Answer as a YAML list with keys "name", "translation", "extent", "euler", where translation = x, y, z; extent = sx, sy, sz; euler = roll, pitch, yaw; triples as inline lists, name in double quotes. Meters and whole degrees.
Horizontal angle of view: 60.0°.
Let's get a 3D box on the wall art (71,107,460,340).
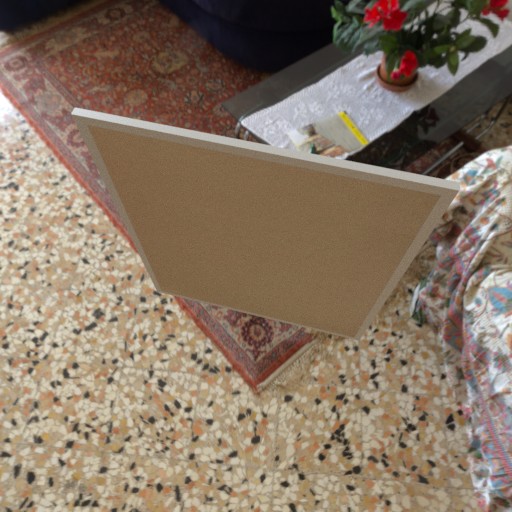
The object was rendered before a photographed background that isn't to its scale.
- name: "wall art"
  translation: [0.000, 0.000, 0.781]
  extent: [0.482, 0.557, 0.012]
  euler: [13, 62, 7]
